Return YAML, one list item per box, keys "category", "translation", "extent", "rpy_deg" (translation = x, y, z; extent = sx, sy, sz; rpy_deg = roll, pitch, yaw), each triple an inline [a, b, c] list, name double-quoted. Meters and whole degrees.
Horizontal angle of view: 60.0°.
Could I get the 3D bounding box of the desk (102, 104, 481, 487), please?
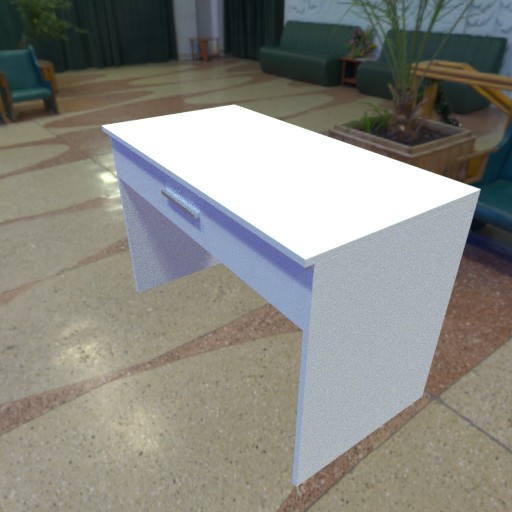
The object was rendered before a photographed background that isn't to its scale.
- category: "desk"
  translation: [0.000, 0.000, 1.512]
  extent: [0.560, 0.730, 1.100]
  rpy_deg: [-20, 37, -30]
